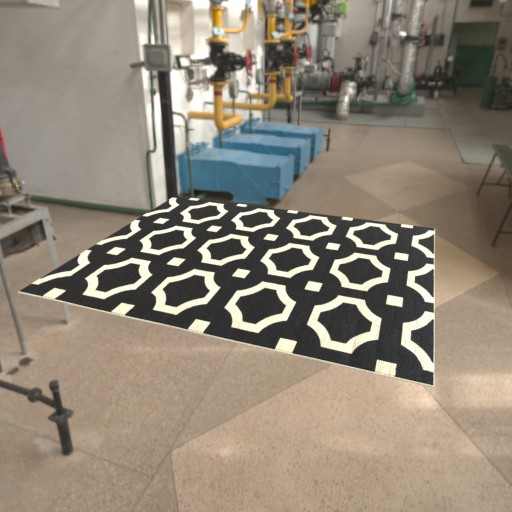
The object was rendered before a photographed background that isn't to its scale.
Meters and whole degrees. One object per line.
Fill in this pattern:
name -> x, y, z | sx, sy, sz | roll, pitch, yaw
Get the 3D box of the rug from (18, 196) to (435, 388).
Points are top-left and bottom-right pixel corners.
rug -> 0.000, 0.000, 4.020 | 3.049, 0.021, 2.466 | 9, 28, 18
